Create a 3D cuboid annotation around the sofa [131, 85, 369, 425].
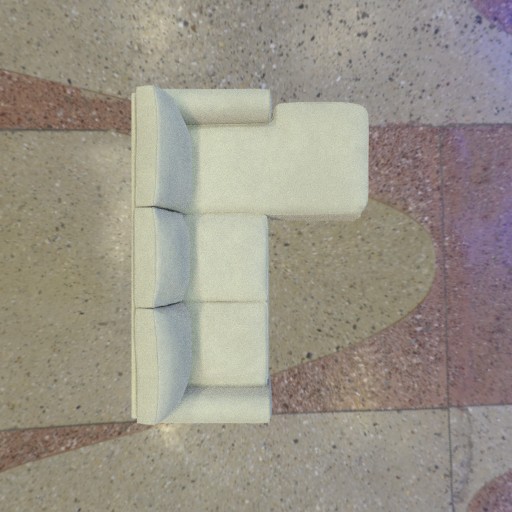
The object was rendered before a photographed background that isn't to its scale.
[{"bbox_3d":[0.000,0.000,2.412,1.226,0.734,1.770,0,90,1],"label":"sofa"}]
